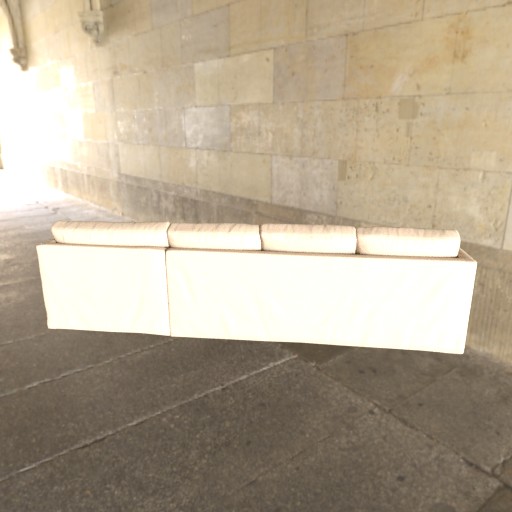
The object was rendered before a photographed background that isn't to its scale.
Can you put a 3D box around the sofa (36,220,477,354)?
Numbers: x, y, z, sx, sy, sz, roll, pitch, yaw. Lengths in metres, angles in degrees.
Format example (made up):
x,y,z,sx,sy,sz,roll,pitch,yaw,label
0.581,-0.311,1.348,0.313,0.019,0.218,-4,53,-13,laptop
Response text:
x,y,z,sx,sy,sz,roll,pitch,yaw,label
0.000,0.000,3.975,3.206,0.871,1.622,2,17,7,sofa
